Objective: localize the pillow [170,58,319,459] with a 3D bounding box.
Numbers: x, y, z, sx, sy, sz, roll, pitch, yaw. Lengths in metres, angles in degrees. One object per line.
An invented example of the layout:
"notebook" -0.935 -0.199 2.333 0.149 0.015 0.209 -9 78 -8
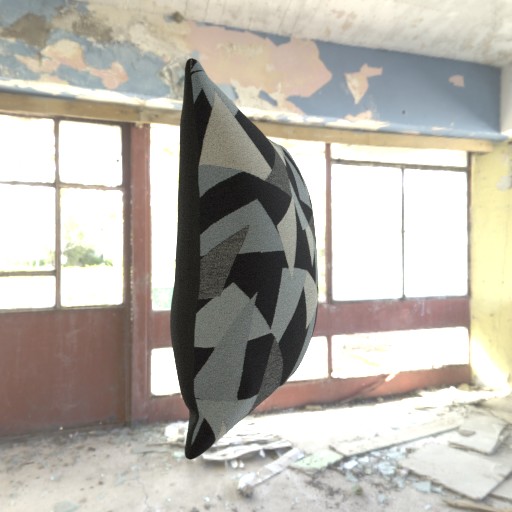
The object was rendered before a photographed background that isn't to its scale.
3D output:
"pillow" 0.000 0.000 0.771 0.208 0.496 0.503 0 1 18
